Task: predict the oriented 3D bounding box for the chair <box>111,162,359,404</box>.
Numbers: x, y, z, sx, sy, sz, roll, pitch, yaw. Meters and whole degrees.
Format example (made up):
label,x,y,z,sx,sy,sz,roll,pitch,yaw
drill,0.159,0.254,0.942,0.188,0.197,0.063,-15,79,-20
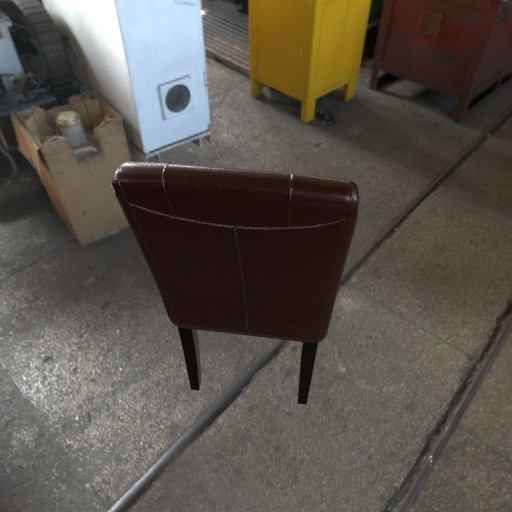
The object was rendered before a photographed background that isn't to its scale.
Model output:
label,x,y,z,sx,sy,sz,roll,pitch,yaw
chair,0.000,0.000,1.176,0.399,0.897,0.556,6,46,5
